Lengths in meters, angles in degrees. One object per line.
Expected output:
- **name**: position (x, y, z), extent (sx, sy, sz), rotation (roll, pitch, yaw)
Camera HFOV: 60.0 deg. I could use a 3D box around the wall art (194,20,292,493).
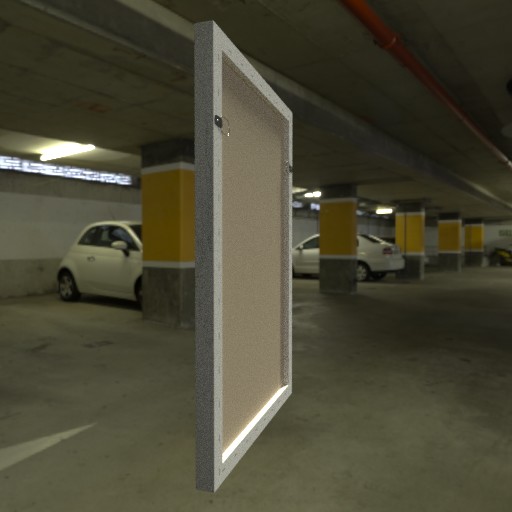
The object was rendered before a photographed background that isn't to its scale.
- **wall art**: position (0.000, 0.000, 1.157), extent (0.043, 0.914, 0.624), rotation (0, 1, 19)
